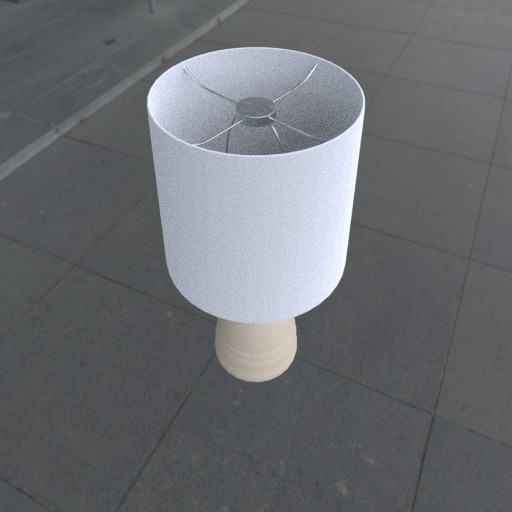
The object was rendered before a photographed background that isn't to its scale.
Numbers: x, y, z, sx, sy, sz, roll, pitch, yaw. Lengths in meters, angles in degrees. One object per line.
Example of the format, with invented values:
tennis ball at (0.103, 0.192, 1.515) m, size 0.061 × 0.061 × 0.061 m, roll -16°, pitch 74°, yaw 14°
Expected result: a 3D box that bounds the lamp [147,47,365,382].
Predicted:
lamp at (0.000, 0.000, 0.474) m, size 0.186 × 0.369 × 0.186 m, roll 0°, pitch 48°, yaw 0°
